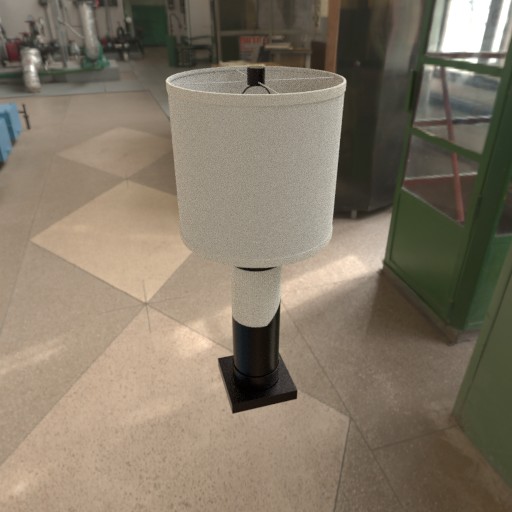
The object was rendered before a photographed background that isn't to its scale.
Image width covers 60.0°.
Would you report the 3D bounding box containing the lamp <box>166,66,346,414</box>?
[{"bbox_3d":[0.000,0.000,0.644,0.211,0.509,0.211,-8,31,-14],"label":"lamp"}]
